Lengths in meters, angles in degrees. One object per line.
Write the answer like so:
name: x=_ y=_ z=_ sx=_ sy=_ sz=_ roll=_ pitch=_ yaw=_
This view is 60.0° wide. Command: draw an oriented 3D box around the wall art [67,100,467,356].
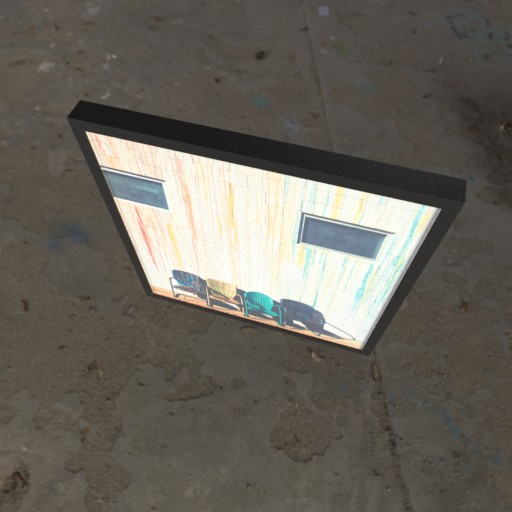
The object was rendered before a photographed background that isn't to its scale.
wall art: x=0.000 y=0.000 z=0.764 sx=0.506 sy=0.506 sz=0.037 roll=14 pitch=59 yaw=9
